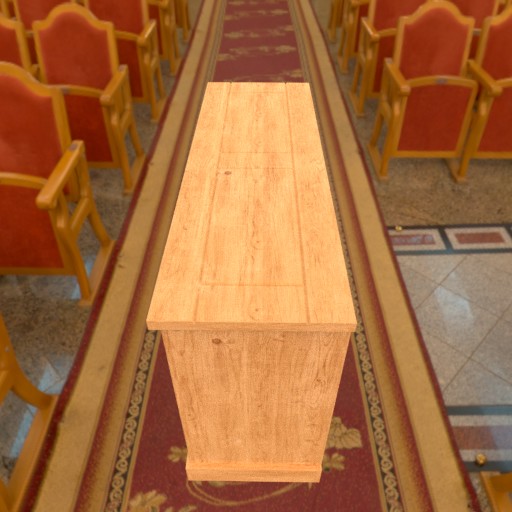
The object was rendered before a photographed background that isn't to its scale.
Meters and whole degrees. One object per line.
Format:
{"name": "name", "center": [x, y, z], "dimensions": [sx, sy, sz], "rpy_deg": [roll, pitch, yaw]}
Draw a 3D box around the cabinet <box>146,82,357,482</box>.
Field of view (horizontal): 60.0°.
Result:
{"name": "cabinet", "center": [0.000, 0.000, 1.670], "dimensions": [0.432, 0.810, 1.321], "rpy_deg": [1, 42, 1]}
